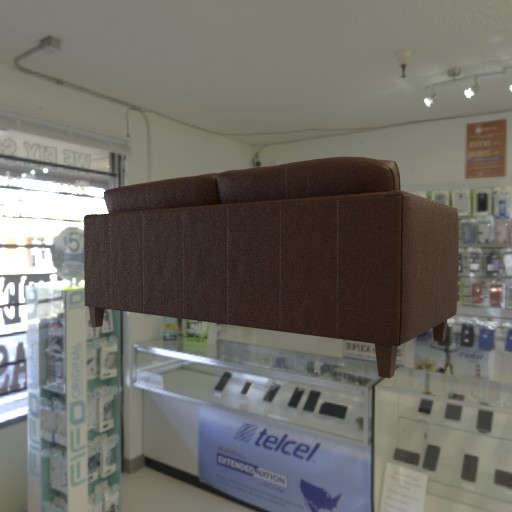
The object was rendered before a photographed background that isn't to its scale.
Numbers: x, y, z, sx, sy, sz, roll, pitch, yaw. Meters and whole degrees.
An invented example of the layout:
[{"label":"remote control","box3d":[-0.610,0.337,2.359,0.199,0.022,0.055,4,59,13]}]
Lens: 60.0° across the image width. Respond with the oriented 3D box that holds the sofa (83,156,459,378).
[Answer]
[{"label":"sofa","box3d":[0.000,0.000,2.498,1.971,0.863,0.923,1,1,36]}]
